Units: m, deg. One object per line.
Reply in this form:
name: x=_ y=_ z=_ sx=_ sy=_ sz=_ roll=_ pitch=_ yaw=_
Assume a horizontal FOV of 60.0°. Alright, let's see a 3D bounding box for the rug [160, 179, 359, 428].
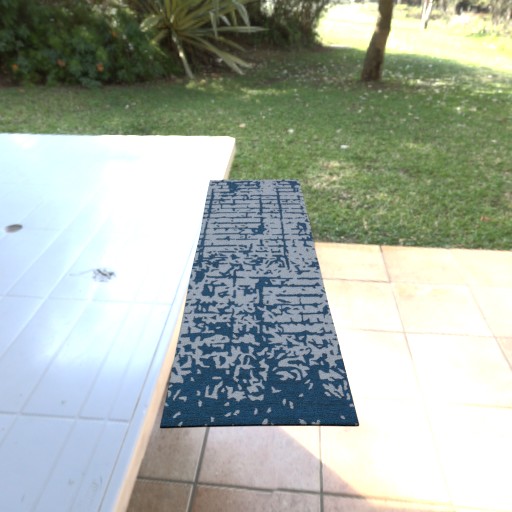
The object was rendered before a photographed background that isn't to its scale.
rug: x=0.000 y=0.000 z=2.694 sx=0.750 sy=0.011 sz=2.435 roll=0 pitch=32 yaw=-1
